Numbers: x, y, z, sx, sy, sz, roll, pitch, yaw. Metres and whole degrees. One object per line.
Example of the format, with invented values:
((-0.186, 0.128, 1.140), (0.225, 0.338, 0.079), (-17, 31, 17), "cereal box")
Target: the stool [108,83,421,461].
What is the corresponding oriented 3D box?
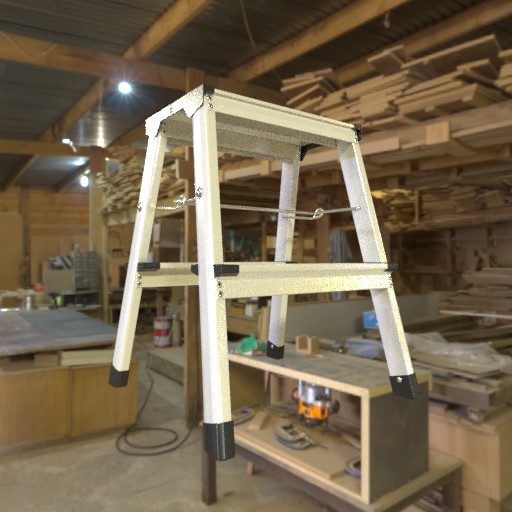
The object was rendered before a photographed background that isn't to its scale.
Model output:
((0.000, 0.000, 0.795), (0.404, 0.480, 0.405), (0, 0, -36), "stool")
